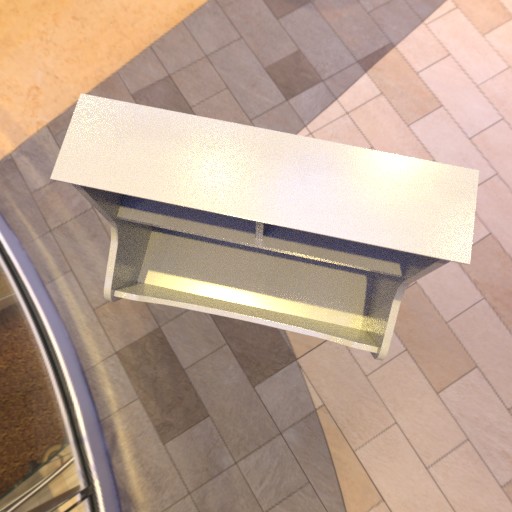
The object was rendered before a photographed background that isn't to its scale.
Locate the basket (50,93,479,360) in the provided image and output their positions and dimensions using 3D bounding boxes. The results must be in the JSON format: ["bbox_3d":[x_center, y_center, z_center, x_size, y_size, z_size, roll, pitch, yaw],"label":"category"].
[{"bbox_3d":[0.000,0.000,1.098,0.780,0.600,0.350,12,76,3],"label":"basket"}]
